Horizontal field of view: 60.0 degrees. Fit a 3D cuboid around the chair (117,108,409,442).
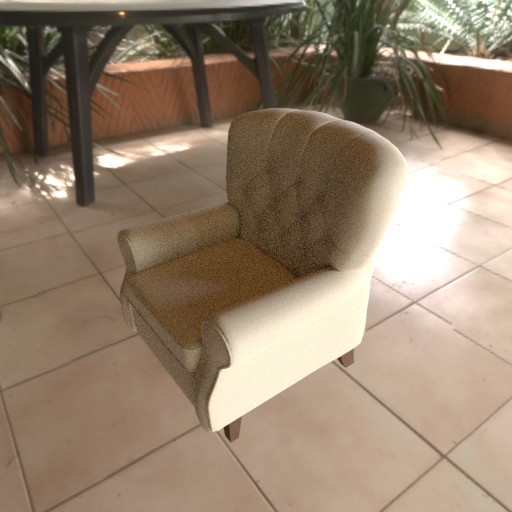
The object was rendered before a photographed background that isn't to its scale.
[{"bbox_3d":[0.000,0.000,2.111,1.132,1.169,1.035,-21,38,-30],"label":"chair"}]
